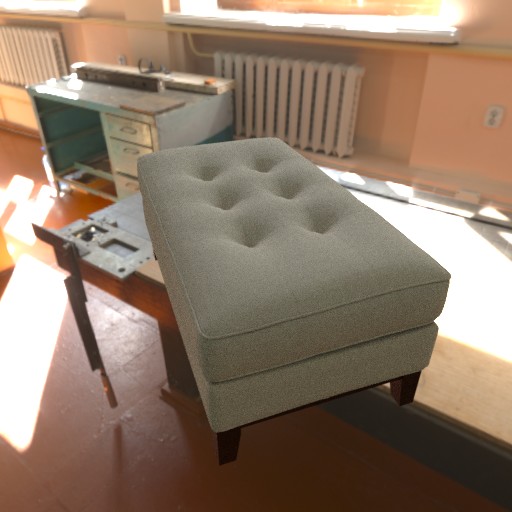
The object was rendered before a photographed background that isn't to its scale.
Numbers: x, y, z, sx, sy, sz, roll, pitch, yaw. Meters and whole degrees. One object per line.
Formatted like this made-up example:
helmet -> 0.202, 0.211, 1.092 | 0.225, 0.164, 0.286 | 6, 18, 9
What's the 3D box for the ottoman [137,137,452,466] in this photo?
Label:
ottoman -> 0.000, 0.000, 1.533 | 0.648, 0.508, 1.143 | -11, 34, -17
